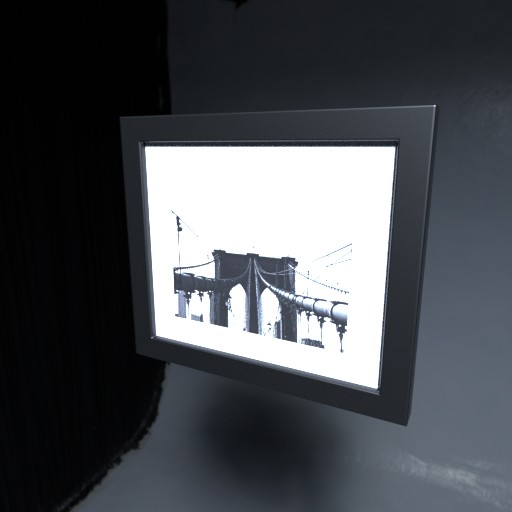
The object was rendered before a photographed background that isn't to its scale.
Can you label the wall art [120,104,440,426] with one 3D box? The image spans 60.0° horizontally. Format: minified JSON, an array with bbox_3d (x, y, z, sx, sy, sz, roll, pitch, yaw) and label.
[{"bbox_3d":[0.000,0.000,0.535,0.380,0.330,0.028,7,16,27],"label":"wall art"}]
